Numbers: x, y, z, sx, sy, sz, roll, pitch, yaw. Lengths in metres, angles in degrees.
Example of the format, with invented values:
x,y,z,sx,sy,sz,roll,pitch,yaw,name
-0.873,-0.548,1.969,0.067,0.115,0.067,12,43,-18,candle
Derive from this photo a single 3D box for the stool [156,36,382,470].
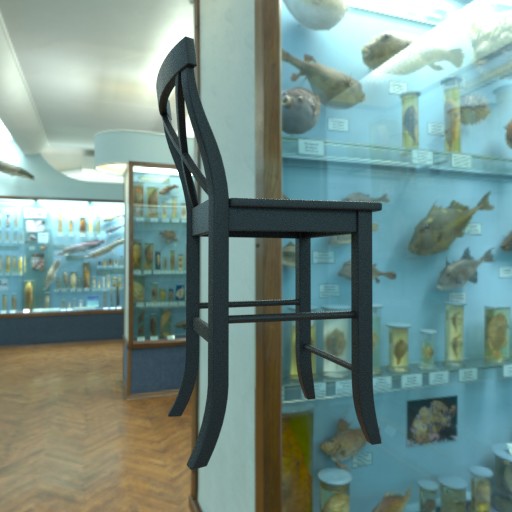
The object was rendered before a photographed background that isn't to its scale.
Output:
x,y,z,sx,sy,sz,roll,pitch,yaw,name
0.000,0.000,1.279,0.559,0.989,0.452,0,0,-18,stool
